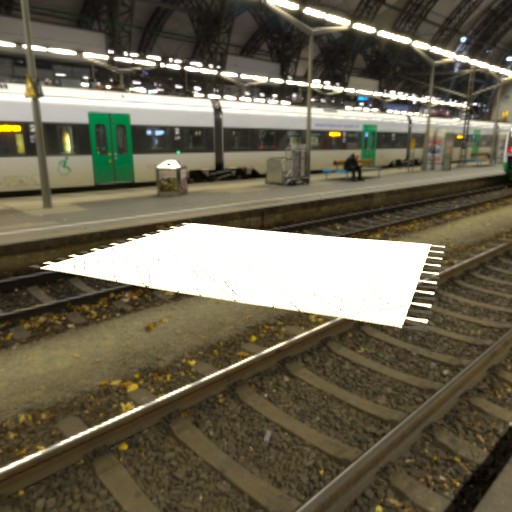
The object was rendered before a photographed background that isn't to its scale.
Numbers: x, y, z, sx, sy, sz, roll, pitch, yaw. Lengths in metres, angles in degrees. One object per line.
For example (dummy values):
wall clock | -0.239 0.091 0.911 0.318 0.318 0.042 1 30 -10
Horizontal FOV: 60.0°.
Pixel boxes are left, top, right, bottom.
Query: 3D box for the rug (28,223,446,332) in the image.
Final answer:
rug | 0.000 0.000 4.165 3.221 0.026 2.342 7 16 24
